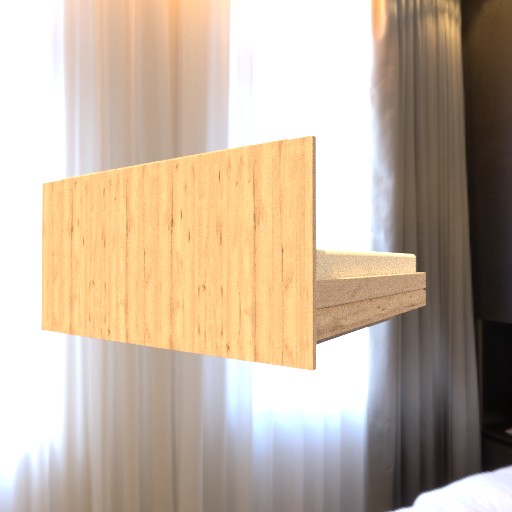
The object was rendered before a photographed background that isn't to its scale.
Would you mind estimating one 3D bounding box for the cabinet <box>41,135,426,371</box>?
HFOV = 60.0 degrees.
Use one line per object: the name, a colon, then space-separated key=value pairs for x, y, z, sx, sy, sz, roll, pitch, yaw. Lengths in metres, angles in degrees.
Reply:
cabinet: x=0.000 y=0.000 z=3.192 sx=1.950 sy=0.970 sz=2.080 roll=-1 pitch=-1 yaw=34
